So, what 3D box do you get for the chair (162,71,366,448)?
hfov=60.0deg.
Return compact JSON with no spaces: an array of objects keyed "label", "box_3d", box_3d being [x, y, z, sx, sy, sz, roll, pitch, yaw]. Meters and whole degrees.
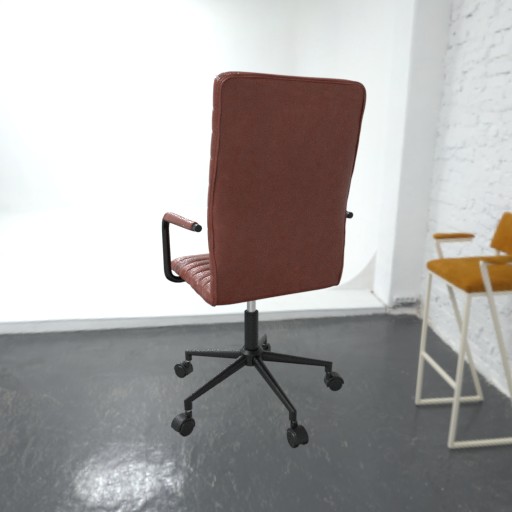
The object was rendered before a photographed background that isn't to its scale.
[{"label":"chair","box_3d":[0.000,0.000,1.353,0.608,0.979,0.580,-7,16,-25]}]
